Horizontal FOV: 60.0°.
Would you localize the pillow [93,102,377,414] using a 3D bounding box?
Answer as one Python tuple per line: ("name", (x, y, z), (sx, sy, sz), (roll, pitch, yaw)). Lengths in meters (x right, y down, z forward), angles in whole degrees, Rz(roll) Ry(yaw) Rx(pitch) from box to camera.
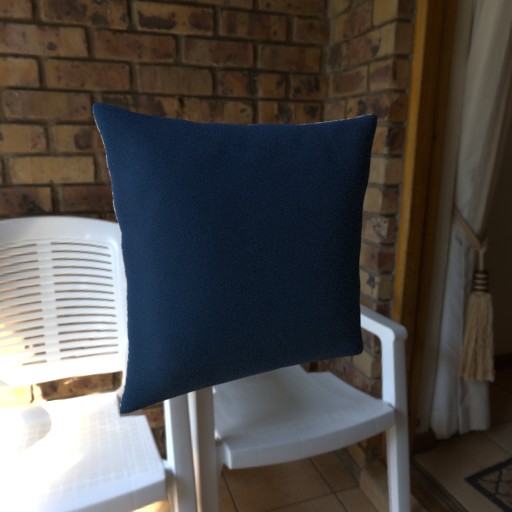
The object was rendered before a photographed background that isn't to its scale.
("pillow", (0.000, 0.000, 0.809), (0.523, 0.510, 0.166), (-6, 15, -25))
